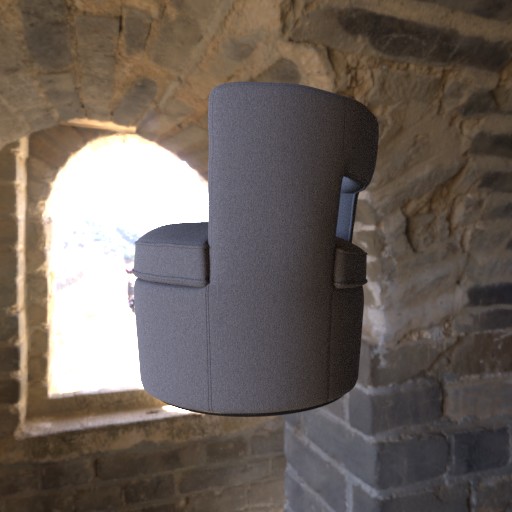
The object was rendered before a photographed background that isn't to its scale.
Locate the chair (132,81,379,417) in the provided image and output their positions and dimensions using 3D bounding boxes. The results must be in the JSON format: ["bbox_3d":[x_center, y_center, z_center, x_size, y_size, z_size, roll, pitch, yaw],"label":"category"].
[{"bbox_3d":[0.000,0.000,1.237,0.660,0.719,0.689,0,0,18],"label":"chair"}]
